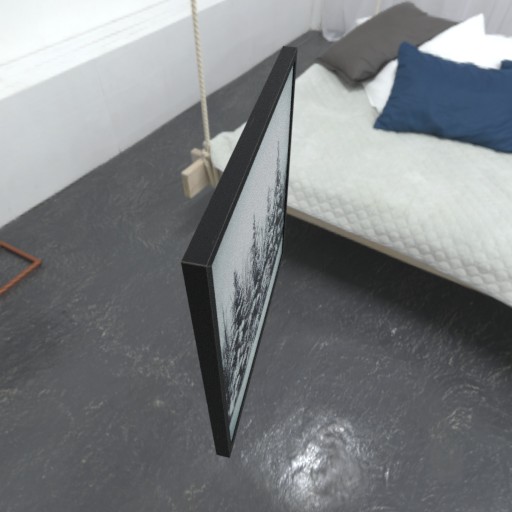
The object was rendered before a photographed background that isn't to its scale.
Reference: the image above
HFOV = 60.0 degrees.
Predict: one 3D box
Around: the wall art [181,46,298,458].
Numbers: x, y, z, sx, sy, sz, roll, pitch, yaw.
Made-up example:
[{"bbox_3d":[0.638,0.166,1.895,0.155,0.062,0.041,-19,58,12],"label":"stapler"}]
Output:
[{"bbox_3d":[0.000,0.000,1.146,0.037,0.761,0.761,10,48,9],"label":"wall art"}]
